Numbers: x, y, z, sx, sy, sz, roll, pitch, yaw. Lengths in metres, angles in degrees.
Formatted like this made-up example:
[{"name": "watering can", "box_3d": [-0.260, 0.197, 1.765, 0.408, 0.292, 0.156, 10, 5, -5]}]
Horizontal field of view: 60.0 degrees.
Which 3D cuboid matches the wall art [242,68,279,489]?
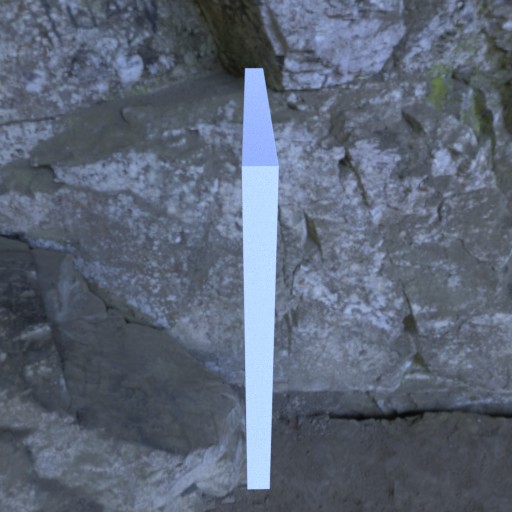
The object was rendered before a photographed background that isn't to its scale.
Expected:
[{"name": "wall art", "box_3d": [0.000, 0.000, 0.451, 0.020, 0.307, 0.307, 0, 32, -1]}]
